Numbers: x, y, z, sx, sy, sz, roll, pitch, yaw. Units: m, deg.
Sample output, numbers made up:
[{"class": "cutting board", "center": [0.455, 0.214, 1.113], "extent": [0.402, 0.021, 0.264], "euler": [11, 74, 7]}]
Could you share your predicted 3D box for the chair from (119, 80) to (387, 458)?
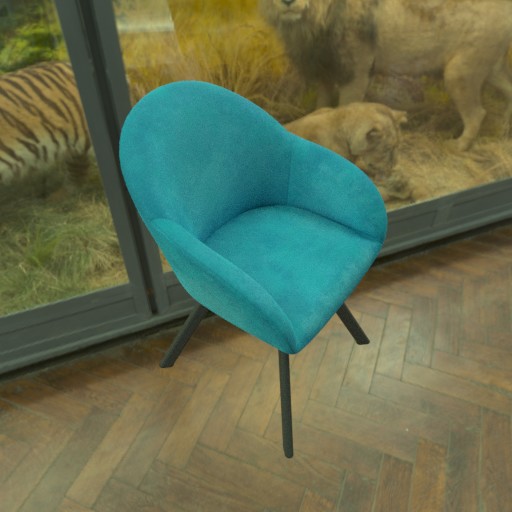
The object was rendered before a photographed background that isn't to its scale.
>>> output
[{"class": "chair", "center": [0.000, 0.000, 1.197], "extent": [0.590, 0.795, 0.550], "euler": [26, 48, 26]}]
